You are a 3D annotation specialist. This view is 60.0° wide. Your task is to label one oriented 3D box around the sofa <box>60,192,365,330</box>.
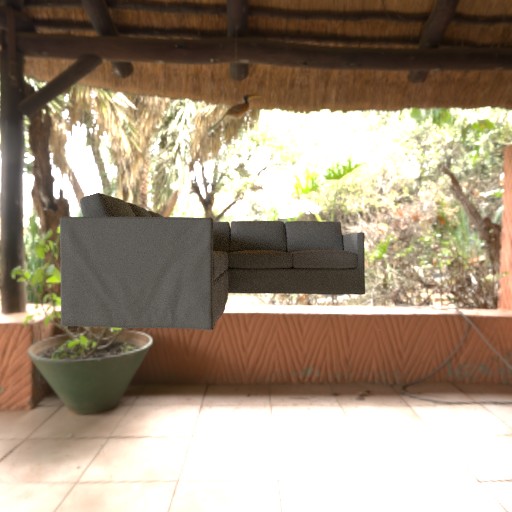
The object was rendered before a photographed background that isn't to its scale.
[{"bbox_3d":[0.000,0.000,4.265,2.432,0.871,3.182,0,1,-1],"label":"sofa"}]
